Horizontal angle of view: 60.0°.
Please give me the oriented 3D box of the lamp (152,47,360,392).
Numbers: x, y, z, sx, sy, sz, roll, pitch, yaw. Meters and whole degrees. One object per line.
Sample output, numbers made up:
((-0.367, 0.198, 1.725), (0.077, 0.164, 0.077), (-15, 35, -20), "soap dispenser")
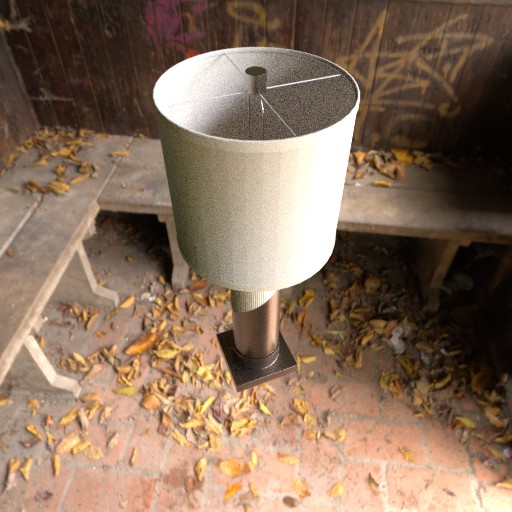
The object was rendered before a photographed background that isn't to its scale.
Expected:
((0.000, 0.000, 0.607), (0.202, 0.509, 0.202), (-16, 48, -15), "lamp")
